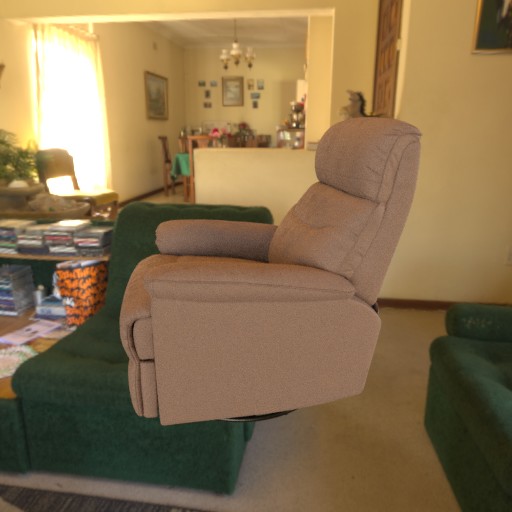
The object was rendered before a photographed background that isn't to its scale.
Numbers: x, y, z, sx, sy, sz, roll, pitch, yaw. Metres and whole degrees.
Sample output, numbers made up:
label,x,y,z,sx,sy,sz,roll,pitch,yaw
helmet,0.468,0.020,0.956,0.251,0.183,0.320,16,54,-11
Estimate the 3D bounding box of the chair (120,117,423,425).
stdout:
label,x,y,z,sx,sy,sz,roll,pitch,yaw
chair,0.000,0.000,1.729,1.004,1.037,0.820,-2,16,-9
